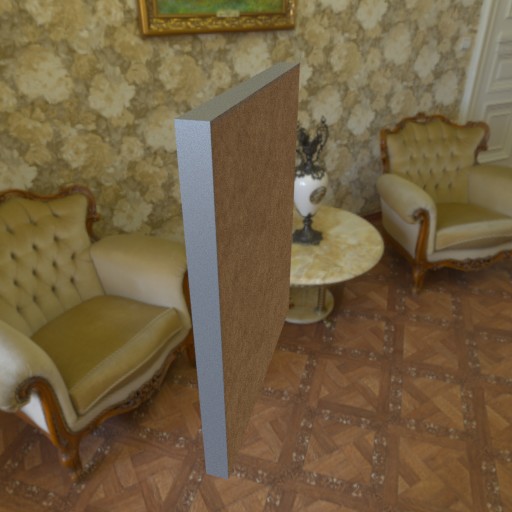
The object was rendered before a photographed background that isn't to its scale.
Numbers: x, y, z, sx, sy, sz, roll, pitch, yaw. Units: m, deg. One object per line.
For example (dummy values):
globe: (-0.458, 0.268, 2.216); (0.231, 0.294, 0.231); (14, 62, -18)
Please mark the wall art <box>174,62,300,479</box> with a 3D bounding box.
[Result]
wall art: (0.000, 0.000, 0.750); (0.037, 0.554, 0.453); (8, 31, 14)
